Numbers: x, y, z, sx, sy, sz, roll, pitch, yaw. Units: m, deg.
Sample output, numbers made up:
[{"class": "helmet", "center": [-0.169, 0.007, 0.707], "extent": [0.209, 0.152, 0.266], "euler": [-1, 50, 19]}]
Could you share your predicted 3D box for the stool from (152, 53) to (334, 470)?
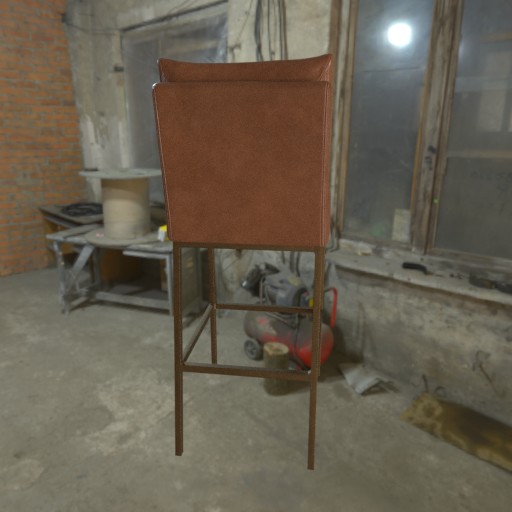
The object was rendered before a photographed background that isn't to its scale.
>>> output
[{"class": "stool", "center": [0.000, 0.000, 1.420], "extent": [0.463, 1.124, 0.571], "euler": [2, 16, 8]}]
